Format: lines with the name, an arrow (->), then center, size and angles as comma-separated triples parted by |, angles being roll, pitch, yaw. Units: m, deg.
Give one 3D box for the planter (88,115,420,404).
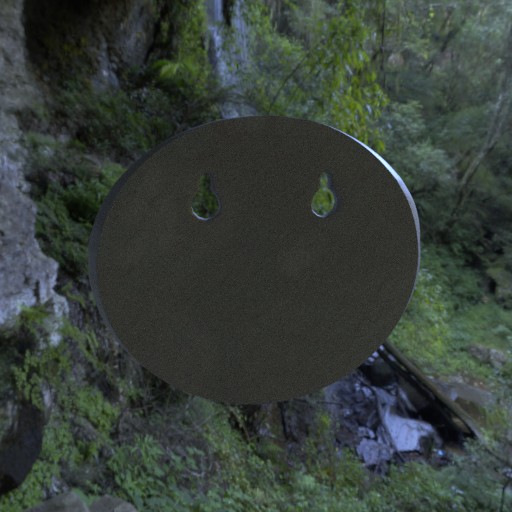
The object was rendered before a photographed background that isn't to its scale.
planter -> 0.000, 0.000, 0.276 | 0.190, 0.164, 0.073 | -2, 15, -9
